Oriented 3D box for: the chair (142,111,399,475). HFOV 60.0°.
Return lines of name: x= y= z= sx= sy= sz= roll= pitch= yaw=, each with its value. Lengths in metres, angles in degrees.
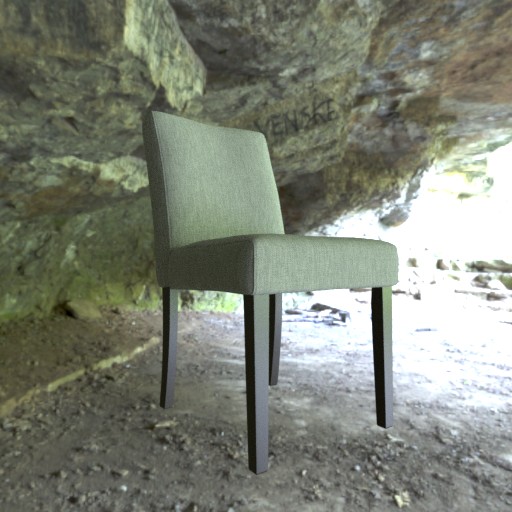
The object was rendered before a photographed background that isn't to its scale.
chair: x=0.000 y=0.000 z=1.260 sx=0.487 sy=0.884 sz=0.629 roll=0 pitch=0 yaw=-36
